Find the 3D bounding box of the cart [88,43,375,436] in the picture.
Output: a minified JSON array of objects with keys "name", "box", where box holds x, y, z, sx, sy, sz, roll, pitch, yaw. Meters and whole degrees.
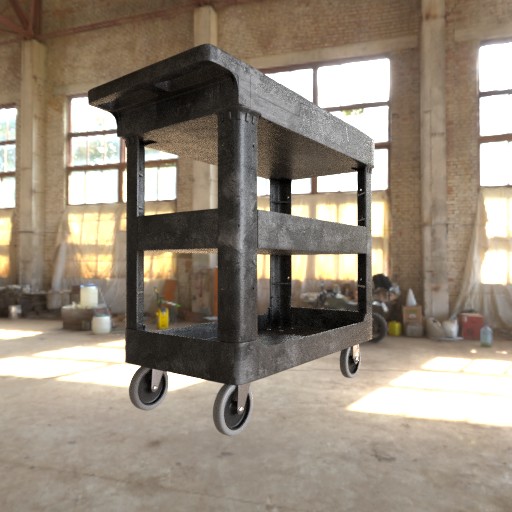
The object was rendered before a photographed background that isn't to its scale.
[{"name":"cart","box":[0.000,0.000,1.330,0.420,0.824,0.877,-1,-1,37]}]
